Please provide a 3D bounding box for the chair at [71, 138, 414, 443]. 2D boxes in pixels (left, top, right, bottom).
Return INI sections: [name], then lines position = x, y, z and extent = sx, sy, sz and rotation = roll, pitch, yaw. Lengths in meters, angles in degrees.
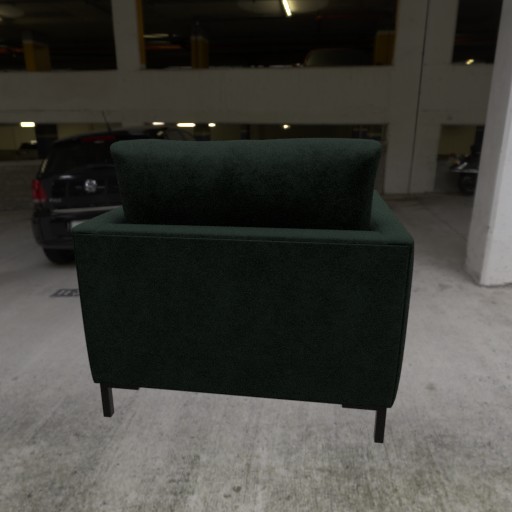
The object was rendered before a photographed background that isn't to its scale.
[chair]
position = 0.000, 0.000, 1.633
extent = 0.963, 0.861, 0.866
rotation = 2, 17, 8
